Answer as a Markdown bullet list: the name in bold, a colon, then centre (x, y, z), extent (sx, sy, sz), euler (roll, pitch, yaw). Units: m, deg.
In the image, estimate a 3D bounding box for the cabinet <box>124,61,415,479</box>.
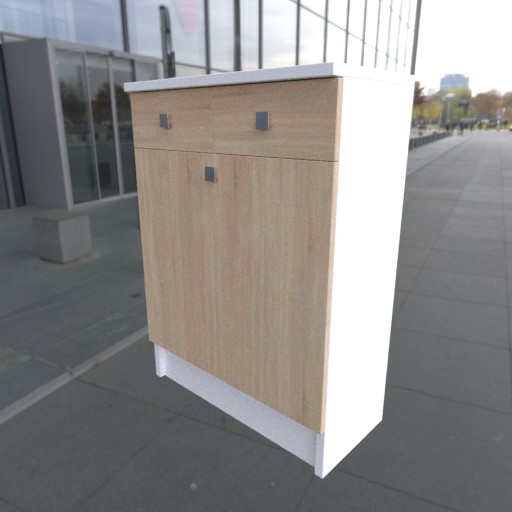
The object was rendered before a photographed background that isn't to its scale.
- **cabinet**: centre (0.000, 0.000, 1.099), extent (0.600, 0.815, 0.296), euler (15, 22, 40)
